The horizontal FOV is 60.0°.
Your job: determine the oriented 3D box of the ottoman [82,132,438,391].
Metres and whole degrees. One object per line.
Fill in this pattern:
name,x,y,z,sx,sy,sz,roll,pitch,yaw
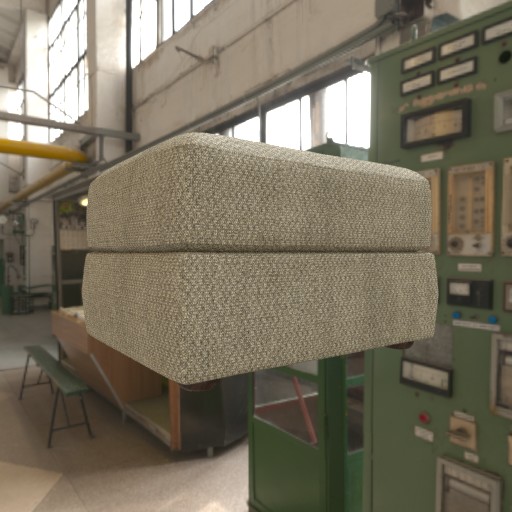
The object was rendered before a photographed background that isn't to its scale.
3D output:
ottoman,0.000,0.000,1.159,0.751,0.476,0.603,0,1,-36
